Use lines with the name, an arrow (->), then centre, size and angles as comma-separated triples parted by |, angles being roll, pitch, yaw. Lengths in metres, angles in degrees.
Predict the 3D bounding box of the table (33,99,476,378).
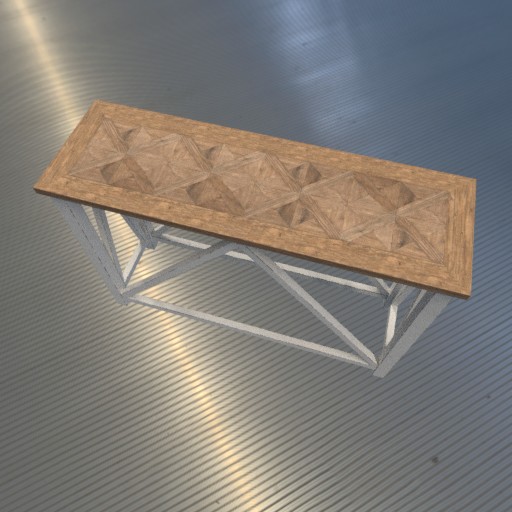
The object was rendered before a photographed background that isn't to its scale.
table -> 0.000, 0.000, 1.865 | 1.400, 0.930, 0.450 | 14, 60, 8
